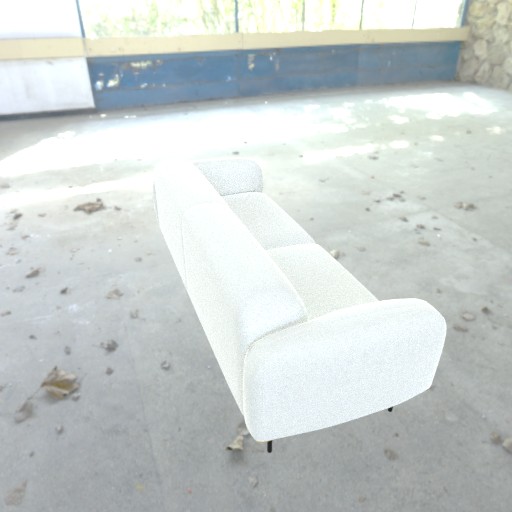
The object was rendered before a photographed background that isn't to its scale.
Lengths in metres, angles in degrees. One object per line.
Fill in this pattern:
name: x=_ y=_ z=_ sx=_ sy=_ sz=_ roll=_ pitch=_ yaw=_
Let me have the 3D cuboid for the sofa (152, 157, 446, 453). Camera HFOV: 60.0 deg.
sofa: x=0.000 y=0.000 z=2.639 sx=0.870 sy=0.780 sz=2.280 roll=-11 pitch=32 yaw=-18
